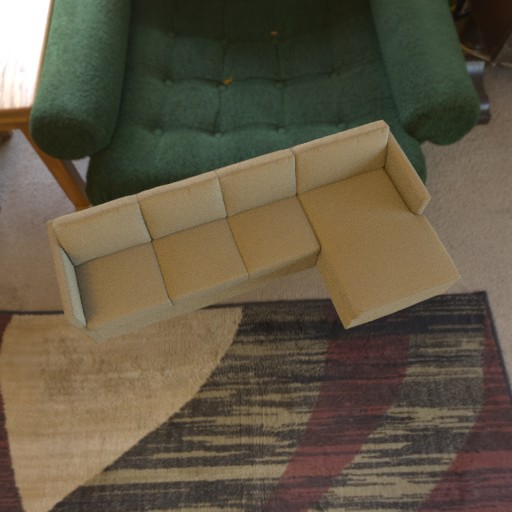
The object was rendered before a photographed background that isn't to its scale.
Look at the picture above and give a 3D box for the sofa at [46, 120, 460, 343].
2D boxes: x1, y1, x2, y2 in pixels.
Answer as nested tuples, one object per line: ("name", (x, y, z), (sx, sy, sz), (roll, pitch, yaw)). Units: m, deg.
("sofa", (0.000, 0.000, 3.859), (3.177, 0.867, 1.622), (-19, 67, -8))
